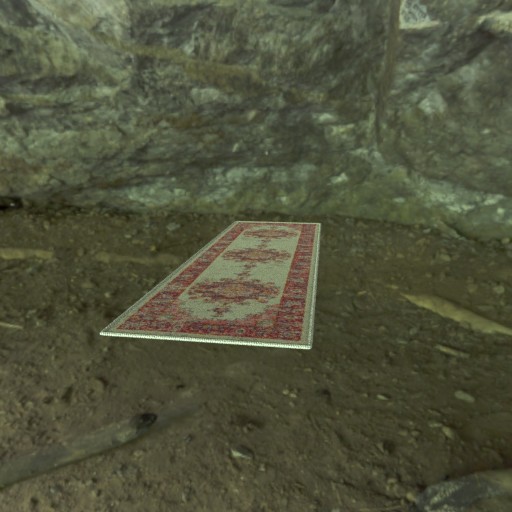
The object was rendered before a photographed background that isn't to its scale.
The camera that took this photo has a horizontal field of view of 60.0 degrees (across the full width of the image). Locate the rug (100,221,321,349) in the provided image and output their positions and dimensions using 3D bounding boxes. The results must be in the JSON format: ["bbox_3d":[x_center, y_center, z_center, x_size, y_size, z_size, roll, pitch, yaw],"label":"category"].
[{"bbox_3d":[0.000,0.000,2.005,0.562,0.009,1.824,2,14,9],"label":"rug"}]
